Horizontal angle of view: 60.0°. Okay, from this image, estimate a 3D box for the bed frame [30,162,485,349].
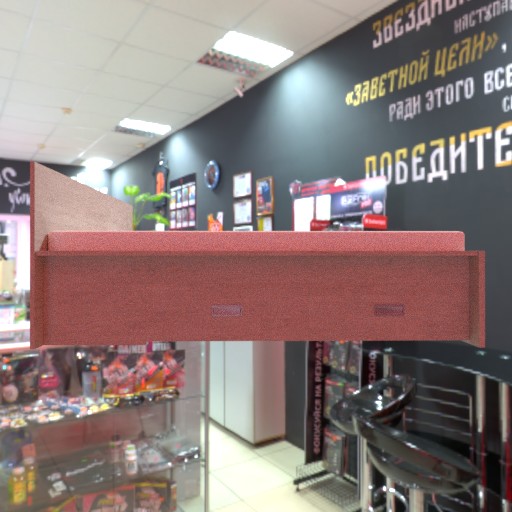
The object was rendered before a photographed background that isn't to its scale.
[{"bbox_3d":[0.000,0.000,2.719,1.960,0.800,1.622,0,0,-1],"label":"bed frame"}]
